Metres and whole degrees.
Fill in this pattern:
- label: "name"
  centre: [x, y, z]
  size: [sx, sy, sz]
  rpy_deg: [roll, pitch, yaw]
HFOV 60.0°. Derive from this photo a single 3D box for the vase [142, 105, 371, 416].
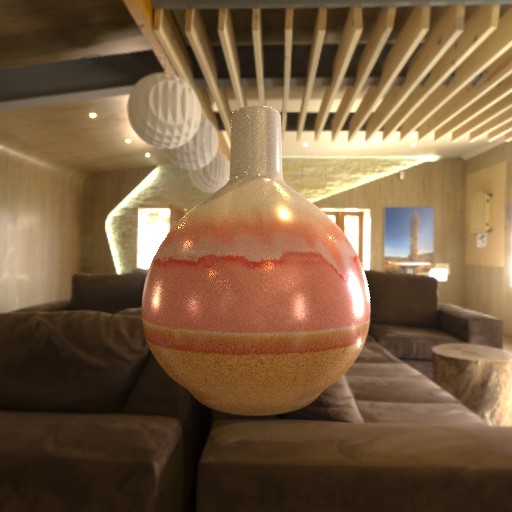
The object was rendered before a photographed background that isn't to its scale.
- label: "vase"
  centre: [0.000, 0.000, 0.273]
  size: [0.137, 0.176, 0.137]
  rpy_deg: [0, 0, 0]
